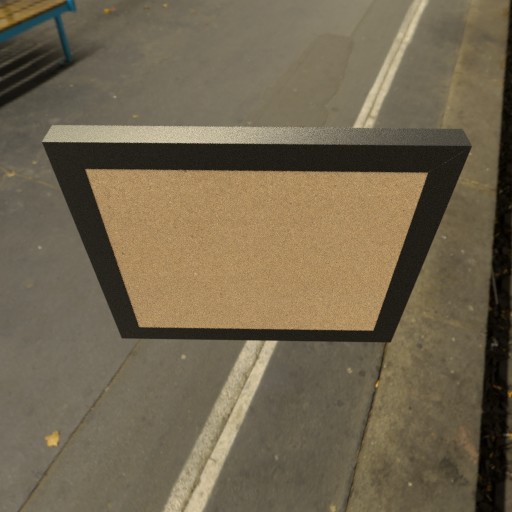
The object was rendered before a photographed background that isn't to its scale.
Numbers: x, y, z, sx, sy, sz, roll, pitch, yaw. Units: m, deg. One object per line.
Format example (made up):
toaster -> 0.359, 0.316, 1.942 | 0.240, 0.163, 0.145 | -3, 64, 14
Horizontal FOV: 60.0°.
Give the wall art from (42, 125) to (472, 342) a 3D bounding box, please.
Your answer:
wall art -> 0.000, 0.000, 0.519 | 0.381, 0.321, 0.028 | 1, 47, 1
